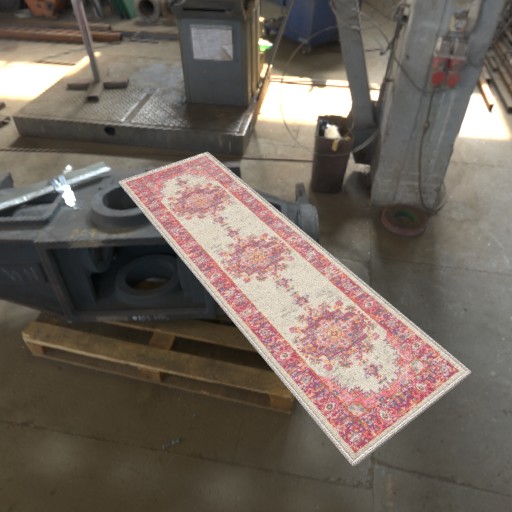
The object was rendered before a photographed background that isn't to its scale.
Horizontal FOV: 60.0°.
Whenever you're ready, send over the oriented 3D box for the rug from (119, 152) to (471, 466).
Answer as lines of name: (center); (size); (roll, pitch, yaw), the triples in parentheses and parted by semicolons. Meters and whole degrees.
rug: (0.000, 0.000, 1.965); (0.562, 0.009, 1.824); (-25, 48, -25)
